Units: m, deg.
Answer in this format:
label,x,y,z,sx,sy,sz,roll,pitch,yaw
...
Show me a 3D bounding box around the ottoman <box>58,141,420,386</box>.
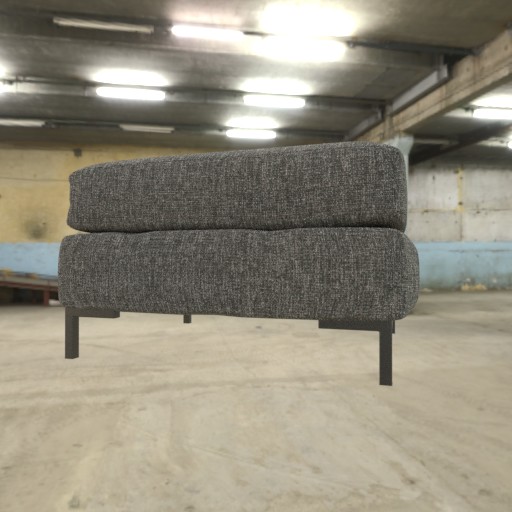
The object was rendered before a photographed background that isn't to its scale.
label,x,y,z,sx,sy,sz,roll,pitch,yaw
ottoman,0.000,0.000,1.215,0.828,0.480,0.683,0,0,18
